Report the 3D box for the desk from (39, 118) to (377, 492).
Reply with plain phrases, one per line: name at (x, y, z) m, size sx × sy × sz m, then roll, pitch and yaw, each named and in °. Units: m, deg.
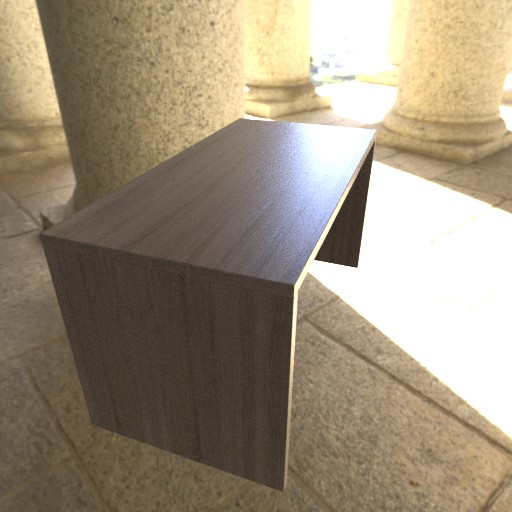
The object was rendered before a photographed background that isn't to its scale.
desk at (0.000, 0.000, 1.795) m, size 0.690 × 0.745 × 1.380 m, roll 11°, pitch 32°, yaw 18°
